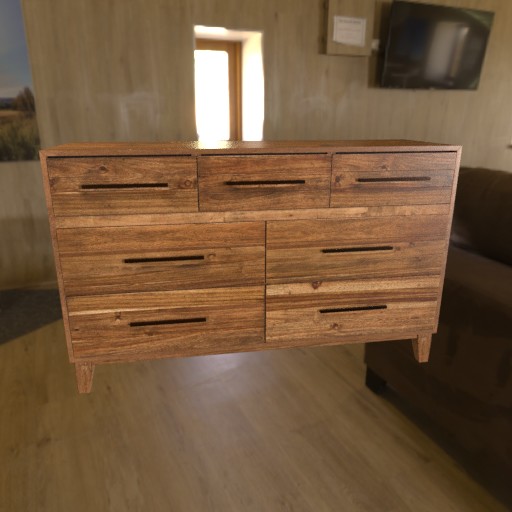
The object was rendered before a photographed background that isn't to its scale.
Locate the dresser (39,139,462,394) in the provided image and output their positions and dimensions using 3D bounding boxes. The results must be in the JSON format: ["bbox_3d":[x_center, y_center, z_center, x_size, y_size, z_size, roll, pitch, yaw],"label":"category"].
[{"bbox_3d":[0.000,0.000,1.778,1.400,0.873,0.446,-3,18,-9],"label":"dresser"}]
